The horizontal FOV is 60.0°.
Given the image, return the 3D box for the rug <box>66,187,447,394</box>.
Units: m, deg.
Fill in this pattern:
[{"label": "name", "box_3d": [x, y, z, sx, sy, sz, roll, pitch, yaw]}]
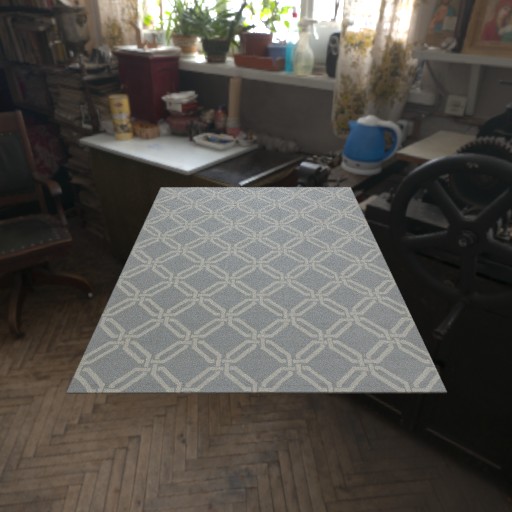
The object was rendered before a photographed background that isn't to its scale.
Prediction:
[{"label": "rug", "box_3d": [0.000, 0.000, 4.265, 2.438, 0.013, 3.353, 0, 32, 0]}]
